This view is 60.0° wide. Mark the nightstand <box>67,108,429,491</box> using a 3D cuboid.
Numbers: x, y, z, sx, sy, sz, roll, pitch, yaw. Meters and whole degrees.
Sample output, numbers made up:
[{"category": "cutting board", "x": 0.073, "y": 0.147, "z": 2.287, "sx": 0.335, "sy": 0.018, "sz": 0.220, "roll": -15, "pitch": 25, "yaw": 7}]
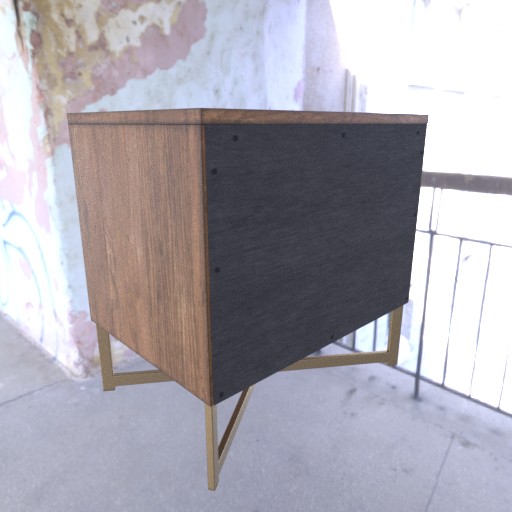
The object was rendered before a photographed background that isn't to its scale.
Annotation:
[{"category": "nightstand", "x": 0.000, "y": 0.000, "z": 0.998, "sx": 0.610, "sy": 0.610, "sz": 0.446, "roll": -15, "pitch": 22, "yaw": -41}]
